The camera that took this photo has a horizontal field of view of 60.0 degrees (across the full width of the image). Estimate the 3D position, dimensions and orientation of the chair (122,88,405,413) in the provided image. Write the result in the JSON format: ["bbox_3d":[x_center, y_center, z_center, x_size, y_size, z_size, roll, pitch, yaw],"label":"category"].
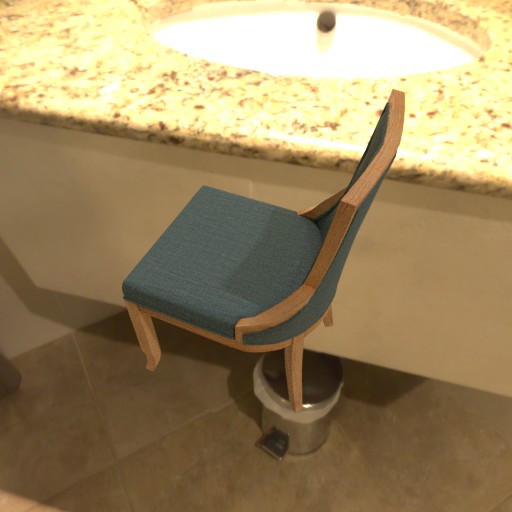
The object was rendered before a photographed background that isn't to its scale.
[{"bbox_3d":[0.000,0.000,1.334,0.641,0.947,0.524,17,49,16],"label":"chair"}]
